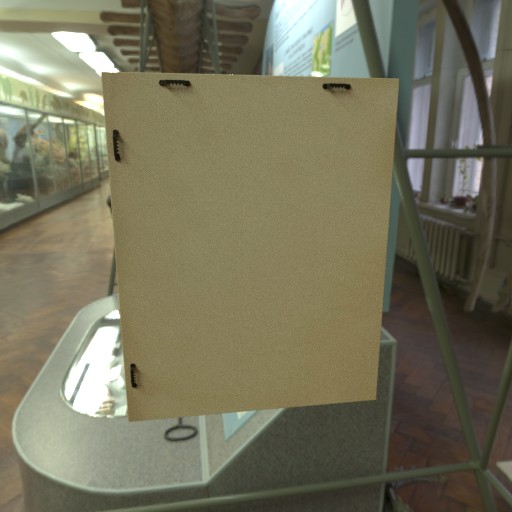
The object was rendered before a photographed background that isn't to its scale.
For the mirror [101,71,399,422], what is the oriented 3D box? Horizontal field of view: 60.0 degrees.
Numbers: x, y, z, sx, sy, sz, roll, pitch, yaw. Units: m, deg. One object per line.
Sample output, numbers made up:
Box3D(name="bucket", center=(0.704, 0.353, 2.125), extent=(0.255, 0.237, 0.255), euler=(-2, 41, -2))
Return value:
Box3D(name="mirror", center=(0.000, 0.000, 0.671), extent=(0.405, 0.508, 0.041), euler=(-2, 14, -9))
